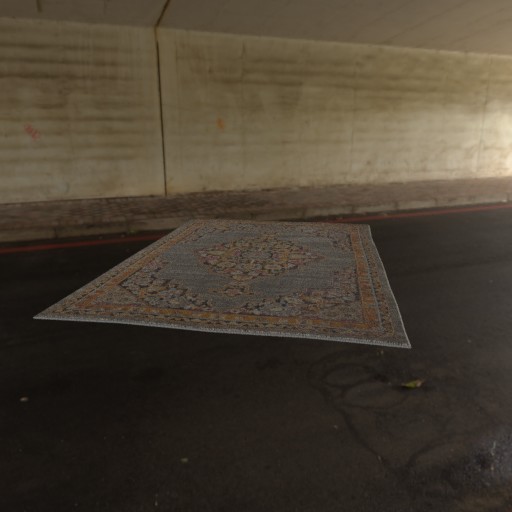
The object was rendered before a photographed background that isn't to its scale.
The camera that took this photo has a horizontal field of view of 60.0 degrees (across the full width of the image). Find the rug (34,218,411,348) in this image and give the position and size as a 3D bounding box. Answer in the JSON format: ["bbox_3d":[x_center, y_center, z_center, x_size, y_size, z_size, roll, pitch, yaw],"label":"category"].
[{"bbox_3d":[0.000,0.000,3.689,2.043,0.026,2.901,3,16,9],"label":"rug"}]
